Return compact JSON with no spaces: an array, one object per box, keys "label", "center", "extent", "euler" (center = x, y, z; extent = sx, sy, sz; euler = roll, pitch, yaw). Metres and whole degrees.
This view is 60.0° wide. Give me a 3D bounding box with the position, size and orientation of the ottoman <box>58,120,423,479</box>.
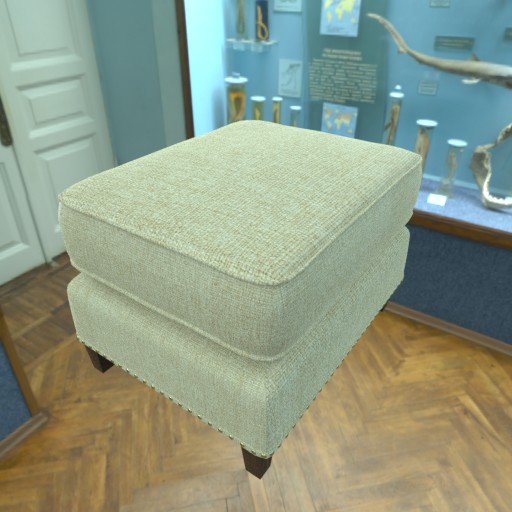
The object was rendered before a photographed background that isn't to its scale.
[{"label":"ottoman","center":[0.000,0.000,1.121],"extent":[0.589,0.537,0.738],"euler":[21,38,29]}]
